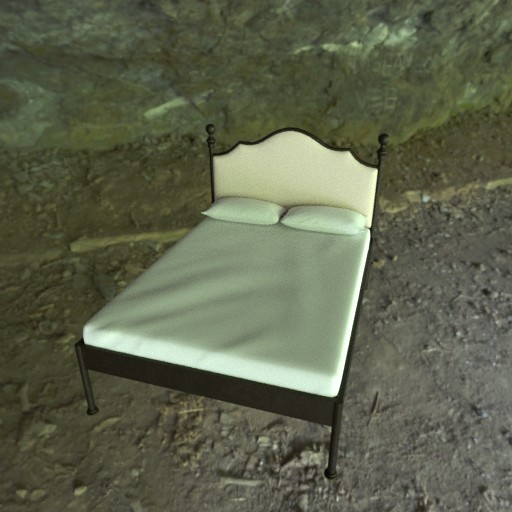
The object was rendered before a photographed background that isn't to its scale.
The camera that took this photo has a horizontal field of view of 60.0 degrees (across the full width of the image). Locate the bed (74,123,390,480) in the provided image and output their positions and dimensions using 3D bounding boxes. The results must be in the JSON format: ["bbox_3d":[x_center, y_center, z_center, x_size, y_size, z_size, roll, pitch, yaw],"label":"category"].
[{"bbox_3d":[0.000,0.000,3.271,1.642,1.499,2.224,8,27,16],"label":"bed"}]
